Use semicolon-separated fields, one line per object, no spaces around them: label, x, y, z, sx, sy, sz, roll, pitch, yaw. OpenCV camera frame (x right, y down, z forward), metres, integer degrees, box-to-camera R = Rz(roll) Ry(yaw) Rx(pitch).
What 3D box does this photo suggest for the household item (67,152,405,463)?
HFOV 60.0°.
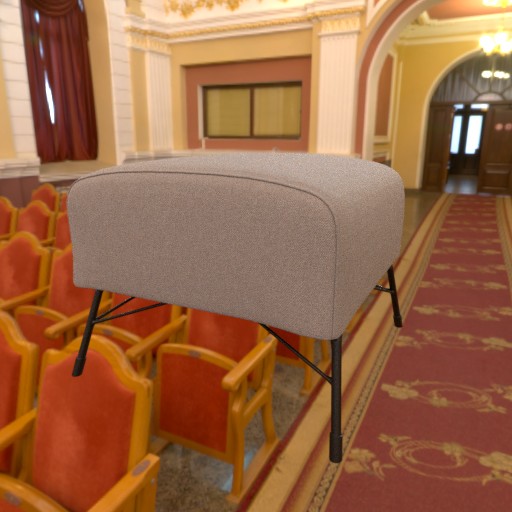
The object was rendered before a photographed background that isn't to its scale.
household item;0.000;0.000;0.906;0.530;0.410;0.530;7;17;26
